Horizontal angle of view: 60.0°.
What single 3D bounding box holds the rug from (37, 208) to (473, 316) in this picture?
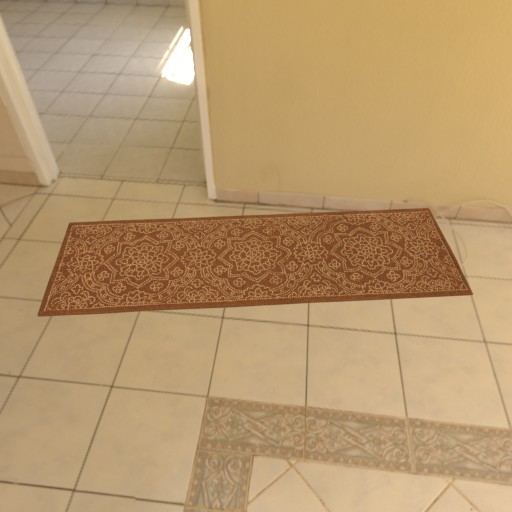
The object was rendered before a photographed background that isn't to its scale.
[{"bbox_3d":[0.000,0.000,2.737,2.448,0.012,0.769,-3,46,-2],"label":"rug"}]
